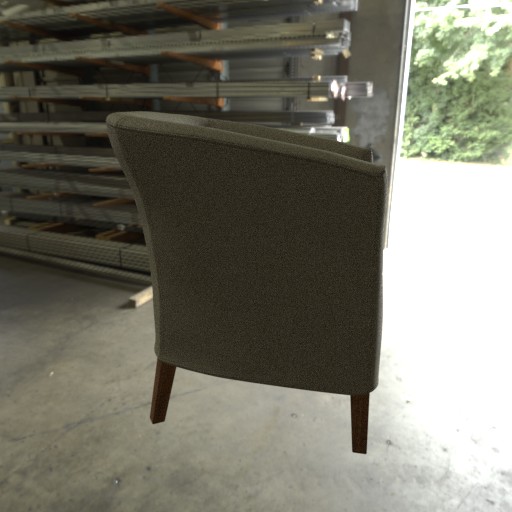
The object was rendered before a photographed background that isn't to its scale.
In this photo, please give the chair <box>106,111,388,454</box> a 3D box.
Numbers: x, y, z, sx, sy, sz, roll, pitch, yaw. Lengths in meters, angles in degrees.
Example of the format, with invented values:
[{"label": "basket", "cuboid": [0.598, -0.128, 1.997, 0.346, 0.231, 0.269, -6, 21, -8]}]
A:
[{"label": "chair", "cuboid": [0.000, 0.000, 1.241, 0.668, 0.771, 0.600, 3, 17, 11]}]
